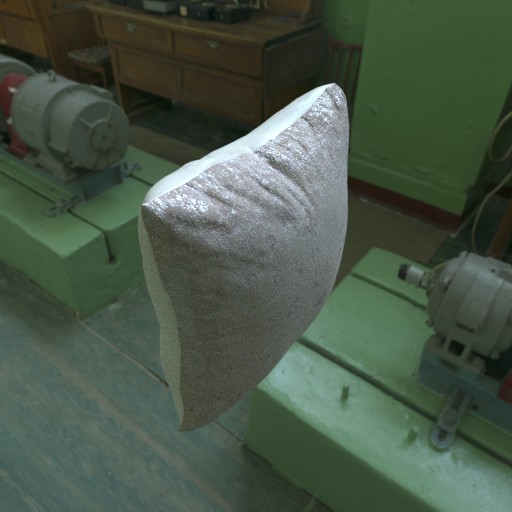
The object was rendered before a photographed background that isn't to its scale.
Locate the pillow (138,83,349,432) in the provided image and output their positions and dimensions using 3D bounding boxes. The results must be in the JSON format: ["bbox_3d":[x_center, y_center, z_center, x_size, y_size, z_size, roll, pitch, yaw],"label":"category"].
[{"bbox_3d":[0.000,0.000,0.732,0.245,0.448,0.450,25,46,27],"label":"pillow"}]
